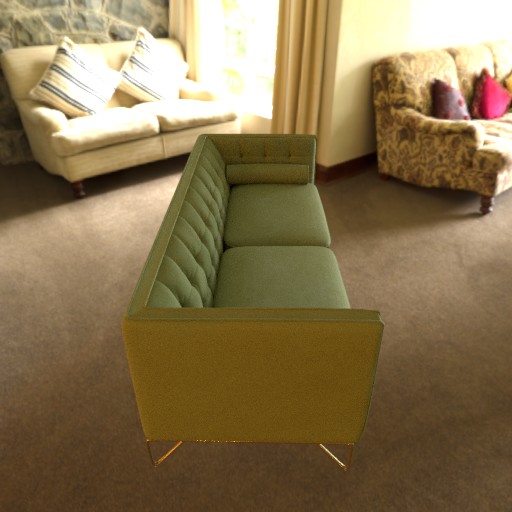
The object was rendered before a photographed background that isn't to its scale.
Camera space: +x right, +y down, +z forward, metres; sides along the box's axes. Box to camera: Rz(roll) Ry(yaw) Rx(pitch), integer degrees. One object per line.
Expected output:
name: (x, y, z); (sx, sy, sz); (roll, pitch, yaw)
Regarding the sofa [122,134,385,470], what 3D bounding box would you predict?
sofa: (0.000, 0.000, 2.472); (0.867, 0.789, 2.087); (0, 31, 0)
